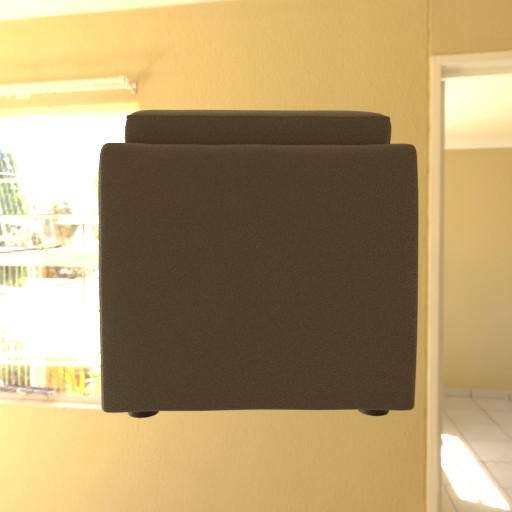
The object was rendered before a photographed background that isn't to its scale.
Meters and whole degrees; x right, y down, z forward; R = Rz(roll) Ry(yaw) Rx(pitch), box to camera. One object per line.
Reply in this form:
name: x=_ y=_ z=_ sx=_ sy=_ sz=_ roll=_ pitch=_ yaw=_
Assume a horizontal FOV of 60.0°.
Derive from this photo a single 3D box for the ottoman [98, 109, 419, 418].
ottoman: x=0.000 y=0.000 z=0.822 sx=0.451 sy=0.460 sz=0.450 roll=0 pitch=1 yaw=-1
